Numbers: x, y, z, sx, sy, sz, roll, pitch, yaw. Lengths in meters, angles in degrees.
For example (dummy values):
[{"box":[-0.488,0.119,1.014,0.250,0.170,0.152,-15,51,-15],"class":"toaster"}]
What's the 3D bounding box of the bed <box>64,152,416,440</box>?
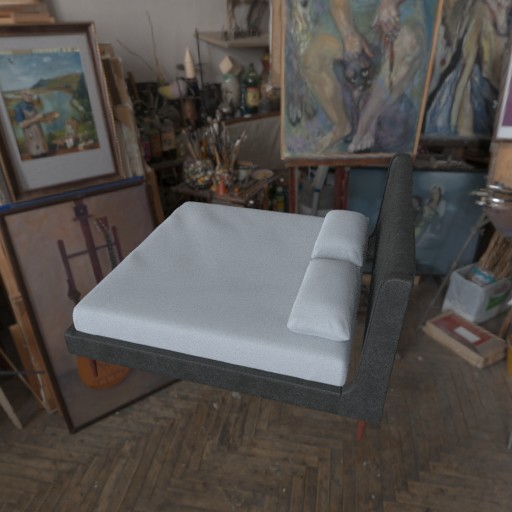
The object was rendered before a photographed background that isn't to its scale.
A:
[{"box":[0.000,0.000,3.267,2.031,1.158,1.903,8,32,14],"class":"bed"}]
